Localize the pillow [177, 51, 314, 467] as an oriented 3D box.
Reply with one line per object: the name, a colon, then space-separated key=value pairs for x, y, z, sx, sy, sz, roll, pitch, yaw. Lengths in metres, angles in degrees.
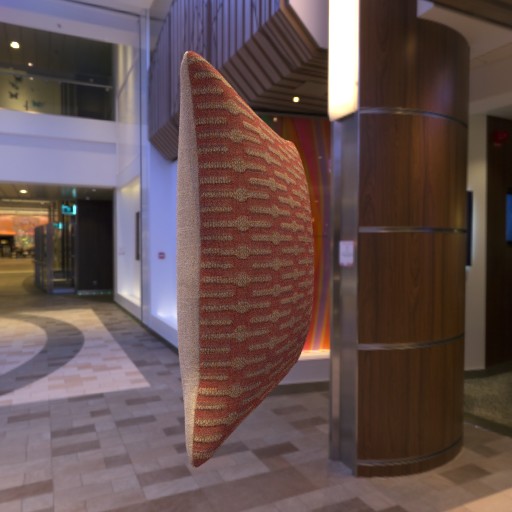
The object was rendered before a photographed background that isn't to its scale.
pillow: x=0.000 y=0.000 z=0.772 sx=0.182 sy=0.503 sz=0.511 roll=0 pitch=2 yaw=18
